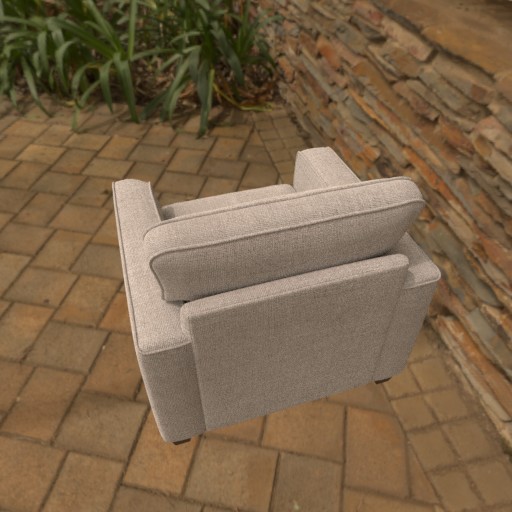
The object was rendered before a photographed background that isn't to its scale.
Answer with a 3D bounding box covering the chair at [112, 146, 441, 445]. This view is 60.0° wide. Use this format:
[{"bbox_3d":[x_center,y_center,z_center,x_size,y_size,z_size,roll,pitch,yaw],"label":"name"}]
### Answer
[{"bbox_3d":[0.000,0.000,1.767,1.015,0.965,0.939,-12,44,-13],"label":"chair"}]
